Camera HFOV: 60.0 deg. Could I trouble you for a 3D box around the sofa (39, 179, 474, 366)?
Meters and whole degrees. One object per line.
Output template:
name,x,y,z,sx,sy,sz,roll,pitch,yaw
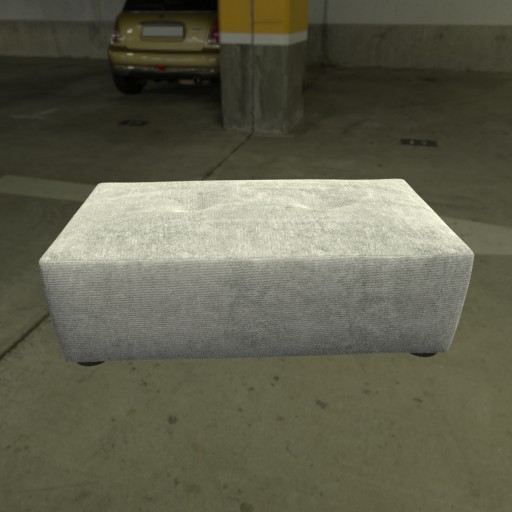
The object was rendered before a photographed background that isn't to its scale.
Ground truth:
sofa,0.000,0.000,1.177,0.930,0.330,0.480,-1,29,-2
